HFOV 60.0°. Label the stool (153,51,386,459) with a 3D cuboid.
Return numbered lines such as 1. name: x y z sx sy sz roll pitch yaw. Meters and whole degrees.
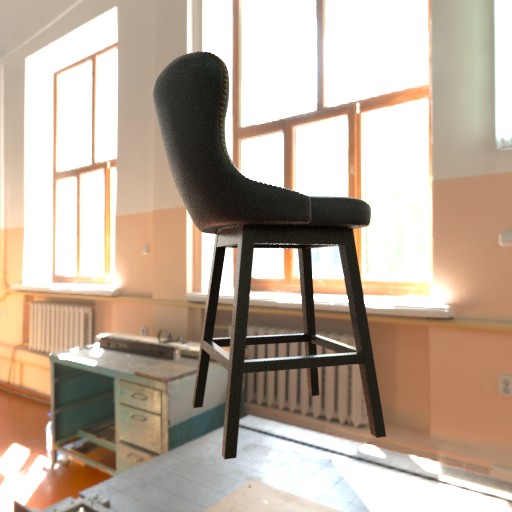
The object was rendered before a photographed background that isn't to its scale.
1. stool: 0.000 0.000 1.304 0.593 0.971 0.528 0 -1 -18
